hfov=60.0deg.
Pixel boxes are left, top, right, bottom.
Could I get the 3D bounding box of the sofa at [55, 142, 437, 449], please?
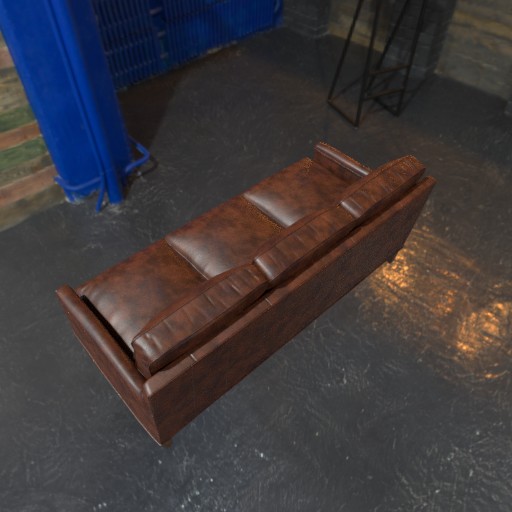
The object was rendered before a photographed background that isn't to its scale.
[{"bbox_3d":[0.000,0.000,2.848,2.240,1.003,1.084,-34,56,-27],"label":"sofa"}]
